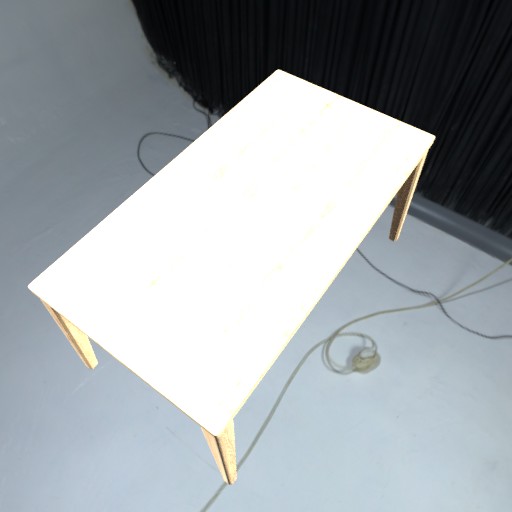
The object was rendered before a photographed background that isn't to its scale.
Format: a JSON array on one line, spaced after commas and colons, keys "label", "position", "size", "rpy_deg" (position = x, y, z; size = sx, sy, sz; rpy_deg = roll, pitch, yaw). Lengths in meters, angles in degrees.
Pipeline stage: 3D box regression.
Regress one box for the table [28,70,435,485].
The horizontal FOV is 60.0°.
[{"label": "table", "position": [0.000, 0.000, 2.054], "size": [0.900, 0.760, 1.600], "rpy_deg": [31, 62, 19]}]
